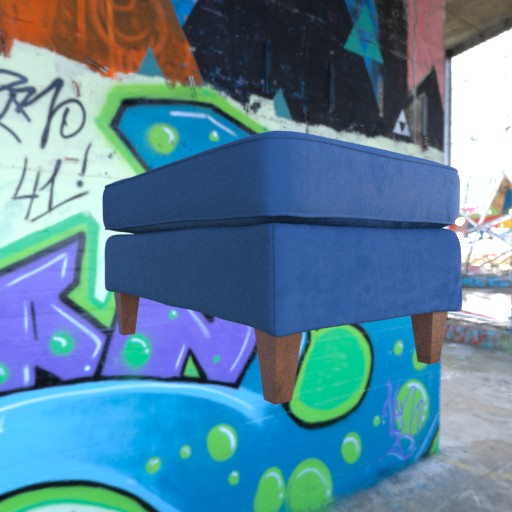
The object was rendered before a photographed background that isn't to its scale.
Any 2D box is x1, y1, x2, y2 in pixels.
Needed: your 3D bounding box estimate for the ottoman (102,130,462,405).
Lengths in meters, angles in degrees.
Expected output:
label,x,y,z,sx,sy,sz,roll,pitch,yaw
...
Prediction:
label,x,y,z,sx,sy,sz,roll,pitch,yaw
ottoman,0.000,0.000,1.190,0.583,0.484,0.862,-1,1,-36
